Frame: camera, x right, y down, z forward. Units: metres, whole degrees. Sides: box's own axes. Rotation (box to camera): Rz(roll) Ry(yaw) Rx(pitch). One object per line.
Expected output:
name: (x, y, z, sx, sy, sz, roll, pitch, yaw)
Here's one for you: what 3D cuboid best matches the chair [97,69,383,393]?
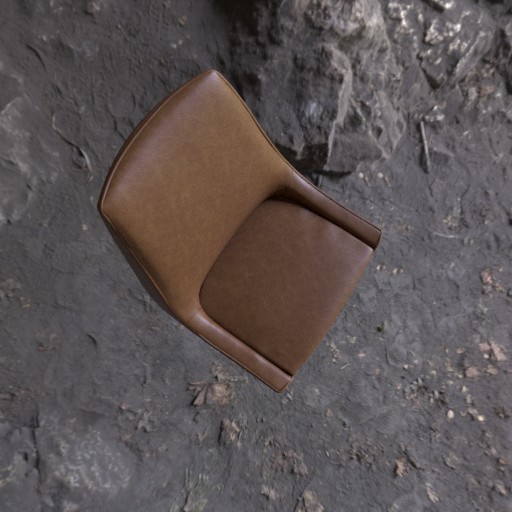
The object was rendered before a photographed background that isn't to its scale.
chair: (0.000, 0.000, 1.203, 0.544, 0.861, 0.529, 33, 78, 8)
